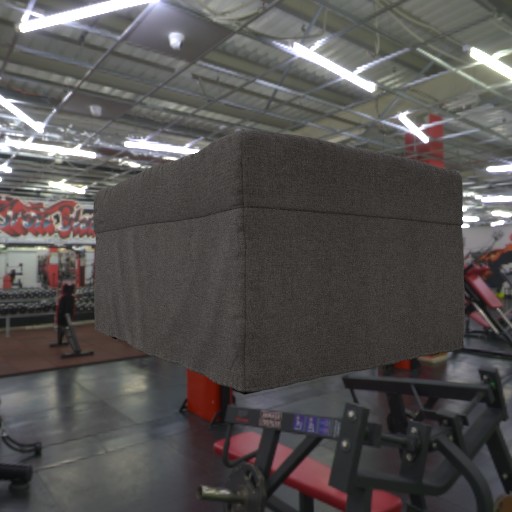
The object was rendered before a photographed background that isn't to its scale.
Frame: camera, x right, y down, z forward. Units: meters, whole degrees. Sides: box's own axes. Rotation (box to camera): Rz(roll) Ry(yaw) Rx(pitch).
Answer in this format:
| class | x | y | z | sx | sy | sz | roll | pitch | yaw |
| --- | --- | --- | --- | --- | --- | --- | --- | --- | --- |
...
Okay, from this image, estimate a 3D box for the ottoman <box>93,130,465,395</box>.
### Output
| class | x | y | z | sx | sy | sz | roll | pitch | yaw |
| --- | --- | --- | --- | --- | --- | --- | --- | --- | --- |
| ottoman | 0.000 | 0.000 | 1.201 | 0.652 | 0.492 | 0.833 | 1 | -1 | -36 |
